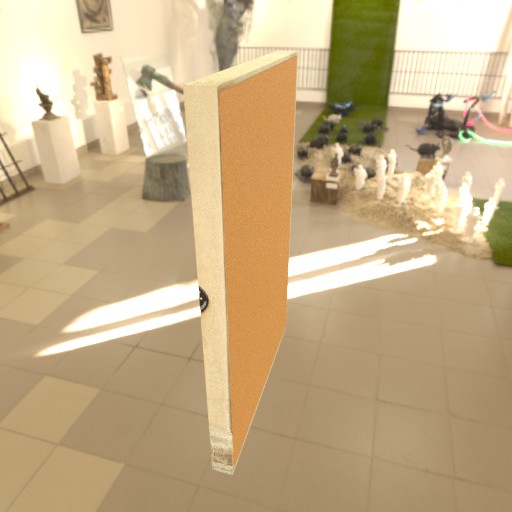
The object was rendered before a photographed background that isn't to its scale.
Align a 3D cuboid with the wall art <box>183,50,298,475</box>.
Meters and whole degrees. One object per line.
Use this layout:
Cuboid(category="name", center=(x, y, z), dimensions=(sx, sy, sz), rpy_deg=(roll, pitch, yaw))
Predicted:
Cuboid(category="wall art", center=(0.000, 0.000, 0.757), dimensions=(0.036, 0.607, 0.403), rpy_deg=(8, 30, 14))
